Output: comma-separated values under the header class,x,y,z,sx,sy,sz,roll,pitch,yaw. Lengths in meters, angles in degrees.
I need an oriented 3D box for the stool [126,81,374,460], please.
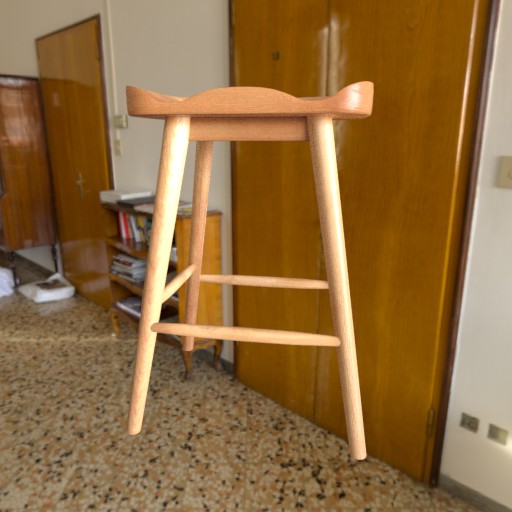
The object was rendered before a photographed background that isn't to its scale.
class,x,y,z,sx,sy,sz,roll,pitch,yaw
stool,0.000,0.000,0.881,0.440,0.615,0.361,2,15,9
